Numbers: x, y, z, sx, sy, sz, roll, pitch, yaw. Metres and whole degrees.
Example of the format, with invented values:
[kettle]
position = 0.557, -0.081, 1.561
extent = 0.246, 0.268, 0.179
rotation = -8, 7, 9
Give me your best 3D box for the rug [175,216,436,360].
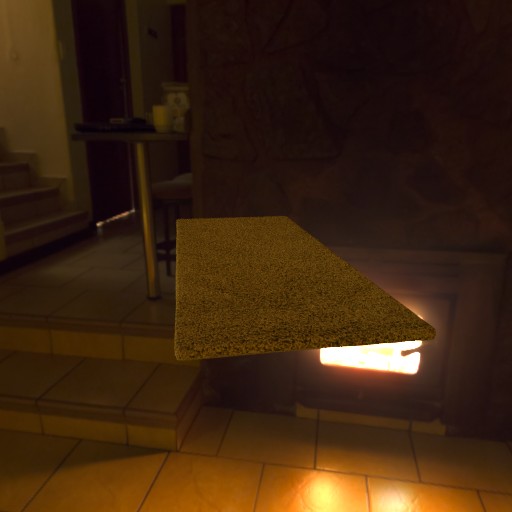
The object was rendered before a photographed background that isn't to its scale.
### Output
[rug]
position = 0.000, 0.000, 1.713
extent = 0.609, 0.030, 1.524
rotation = -3, 16, -9
